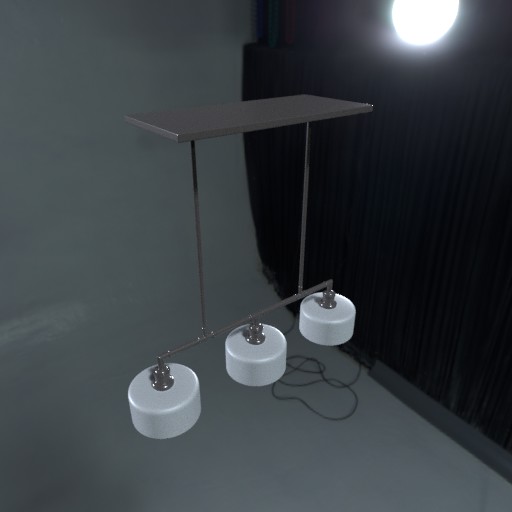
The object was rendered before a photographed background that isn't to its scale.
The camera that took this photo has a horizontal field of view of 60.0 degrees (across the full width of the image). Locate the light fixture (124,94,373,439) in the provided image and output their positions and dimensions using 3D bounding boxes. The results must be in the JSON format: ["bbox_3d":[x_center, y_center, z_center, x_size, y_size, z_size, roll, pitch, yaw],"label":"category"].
[{"bbox_3d":[0.000,0.000,0.877,0.582,0.557,0.177,-19,33,-33],"label":"light fixture"}]
